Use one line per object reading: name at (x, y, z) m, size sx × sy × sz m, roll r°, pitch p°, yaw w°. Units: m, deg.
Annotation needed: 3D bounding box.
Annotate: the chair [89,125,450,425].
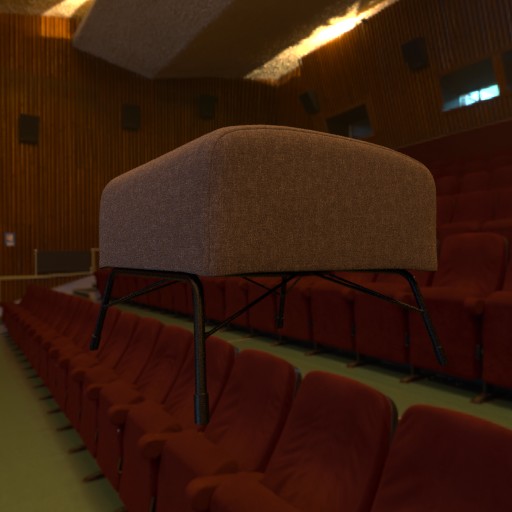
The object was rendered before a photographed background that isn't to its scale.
chair at (0.000, 0.000, 0.903) m, size 0.530 × 0.410 × 0.530 m, roll 0°, pitch 0°, yaw -34°
